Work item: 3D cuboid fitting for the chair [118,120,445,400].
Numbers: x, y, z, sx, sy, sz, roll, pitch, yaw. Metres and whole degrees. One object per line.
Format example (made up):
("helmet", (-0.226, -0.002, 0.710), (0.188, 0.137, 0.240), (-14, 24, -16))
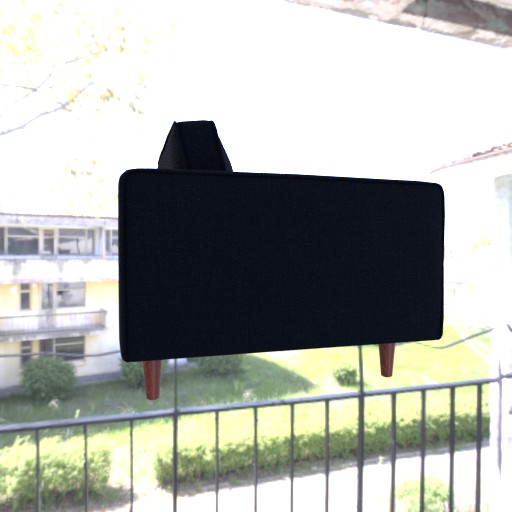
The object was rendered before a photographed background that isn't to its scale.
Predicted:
("chair", (0.000, 0.000, 1.568), (0.920, 0.770, 0.899), (0, 2, -16))
